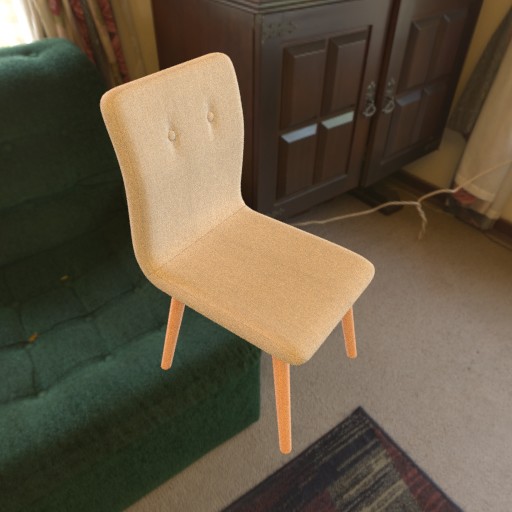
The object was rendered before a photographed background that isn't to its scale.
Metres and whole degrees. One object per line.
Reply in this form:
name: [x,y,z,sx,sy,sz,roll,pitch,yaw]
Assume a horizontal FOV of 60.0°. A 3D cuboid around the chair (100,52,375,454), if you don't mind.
chair: [0.000,0.000,1.198,0.550,0.885,0.435,25,46,27]
